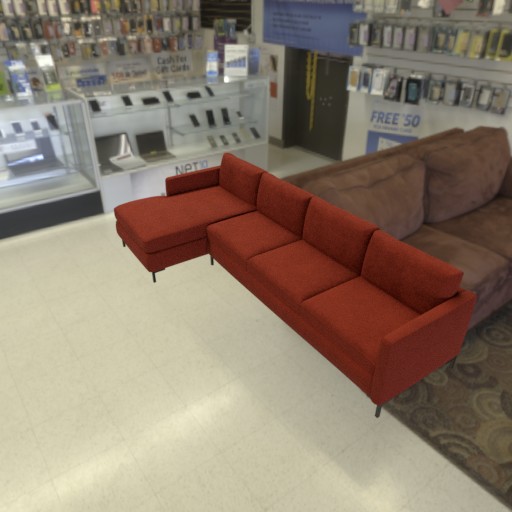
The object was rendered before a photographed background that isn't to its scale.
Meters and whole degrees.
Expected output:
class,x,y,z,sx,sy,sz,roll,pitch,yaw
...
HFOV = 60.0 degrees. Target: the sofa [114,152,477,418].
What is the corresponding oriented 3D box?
class,x,y,z,sx,sy,sz,roll,pitch,yaw
sofa,0.000,0.000,2.953,1.136,0.663,2.467,-20,36,-29
